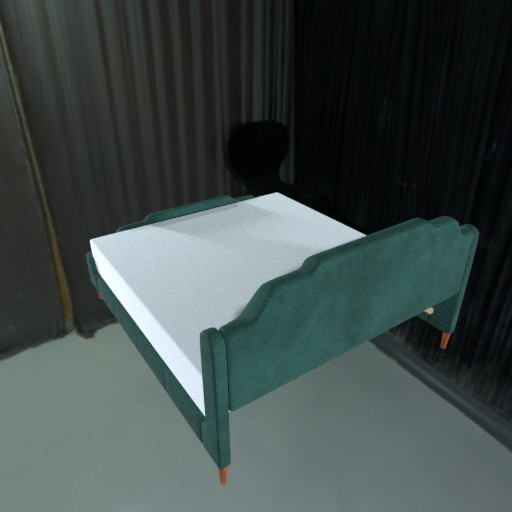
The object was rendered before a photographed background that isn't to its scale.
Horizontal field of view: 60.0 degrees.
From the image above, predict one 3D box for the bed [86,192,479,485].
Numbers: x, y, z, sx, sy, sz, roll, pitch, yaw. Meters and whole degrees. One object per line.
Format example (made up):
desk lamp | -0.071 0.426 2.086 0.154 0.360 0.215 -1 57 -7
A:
bed | 0.000 0.000 3.494 2.074 1.245 2.340 -18 34 -30
